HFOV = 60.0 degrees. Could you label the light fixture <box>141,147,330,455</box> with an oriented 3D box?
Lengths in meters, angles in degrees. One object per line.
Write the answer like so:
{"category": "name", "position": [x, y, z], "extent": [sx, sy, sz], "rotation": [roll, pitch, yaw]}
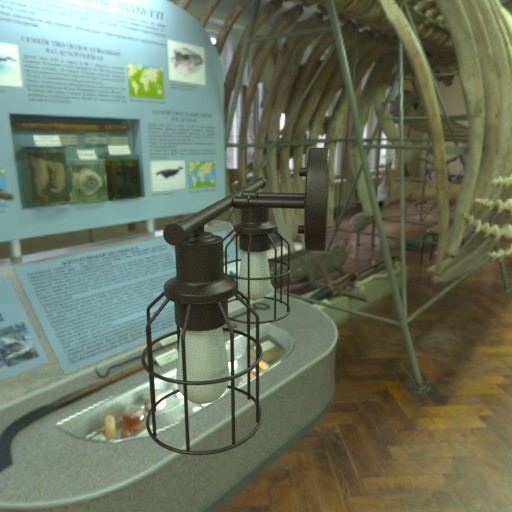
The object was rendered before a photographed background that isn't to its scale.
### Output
{"category": "light fixture", "position": [0.000, 0.000, 0.534], "extent": [0.165, 0.254, 0.406], "rotation": [3, 15, 9]}
